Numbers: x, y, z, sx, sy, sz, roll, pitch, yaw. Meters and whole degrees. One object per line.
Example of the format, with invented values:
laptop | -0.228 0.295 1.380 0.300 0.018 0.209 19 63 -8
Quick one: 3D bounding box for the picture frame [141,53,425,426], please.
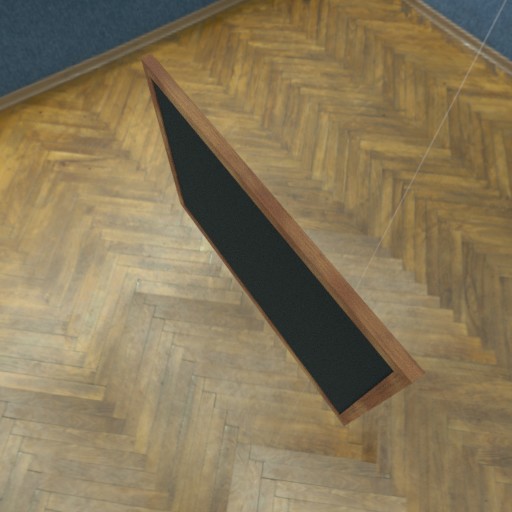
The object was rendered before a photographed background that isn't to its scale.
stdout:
picture frame | 0.000 0.000 1.199 0.029 0.640 0.950 -32 67 -15
